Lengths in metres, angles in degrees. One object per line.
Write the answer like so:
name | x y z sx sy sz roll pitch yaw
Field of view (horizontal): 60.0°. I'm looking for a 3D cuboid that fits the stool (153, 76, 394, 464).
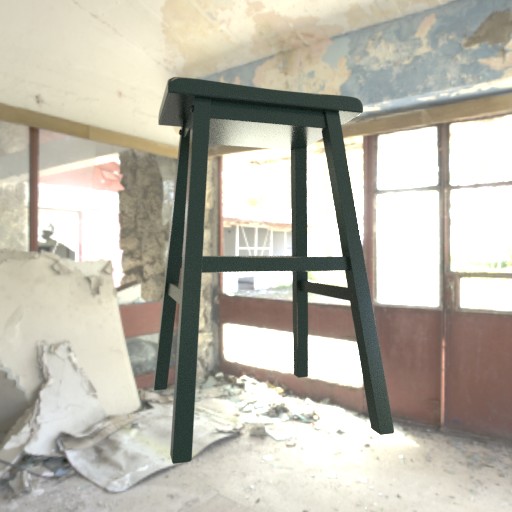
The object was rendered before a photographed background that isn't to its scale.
stool | 0.000 0.000 1.080 0.457 0.737 0.476 0 0 -17
